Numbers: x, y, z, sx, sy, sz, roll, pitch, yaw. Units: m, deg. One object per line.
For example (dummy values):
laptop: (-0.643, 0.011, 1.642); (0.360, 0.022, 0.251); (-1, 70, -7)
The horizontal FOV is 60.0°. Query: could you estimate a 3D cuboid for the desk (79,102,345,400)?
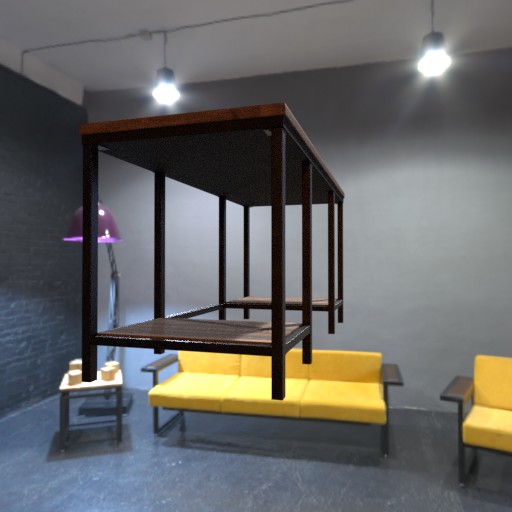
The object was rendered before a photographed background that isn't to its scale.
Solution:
desk: (0.000, 0.000, 1.941); (0.617, 0.753, 1.538); (0, -1, 17)
